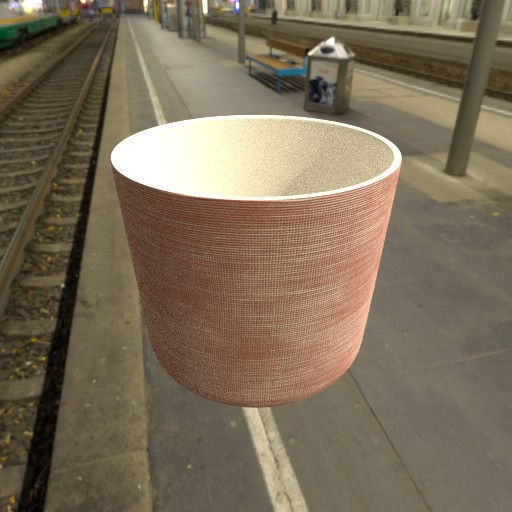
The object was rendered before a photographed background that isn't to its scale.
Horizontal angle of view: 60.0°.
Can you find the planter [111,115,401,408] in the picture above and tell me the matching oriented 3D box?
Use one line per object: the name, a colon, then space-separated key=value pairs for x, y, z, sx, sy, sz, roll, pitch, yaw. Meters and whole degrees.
planter: x=0.000 y=0.000 z=0.794 sx=0.440 sy=0.398 sz=0.440 roll=0 pitch=30 yaw=0
